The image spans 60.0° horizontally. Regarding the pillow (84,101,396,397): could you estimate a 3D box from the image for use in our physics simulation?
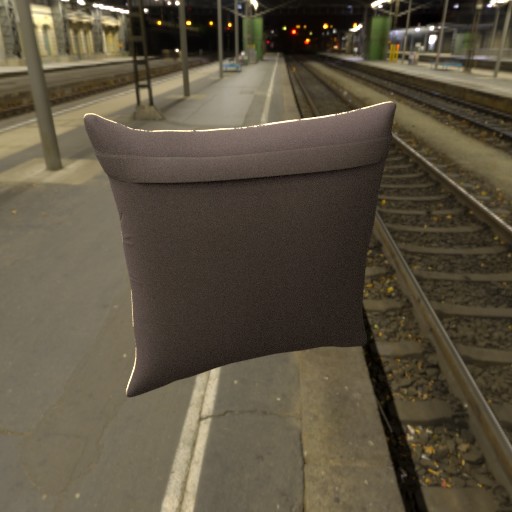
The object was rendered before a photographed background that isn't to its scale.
[{"bbox_3d":[0.000,0.000,0.631,0.405,0.406,0.173,-8,27,-17],"label":"pillow"}]
